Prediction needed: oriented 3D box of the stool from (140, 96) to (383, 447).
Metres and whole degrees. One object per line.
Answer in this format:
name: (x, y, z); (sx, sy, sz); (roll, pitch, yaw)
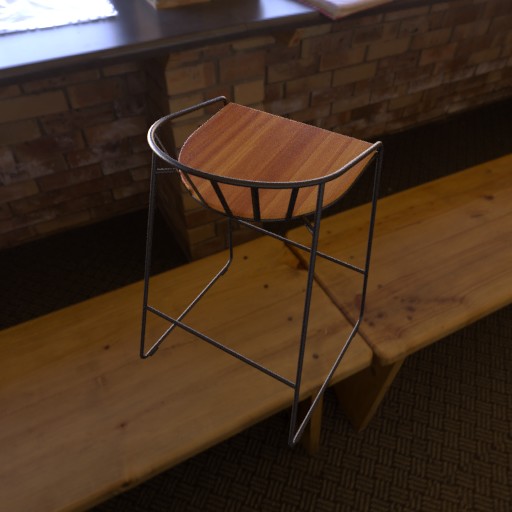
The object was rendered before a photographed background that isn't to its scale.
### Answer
stool: (0.000, 0.000, 1.185); (0.546, 0.812, 0.521); (23, 50, 21)
